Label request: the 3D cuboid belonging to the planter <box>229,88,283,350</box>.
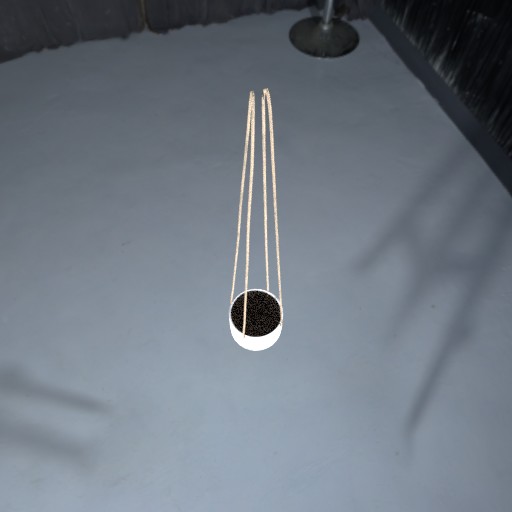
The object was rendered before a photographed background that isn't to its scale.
[{"bbox_3d":[0.000,0.000,0.947,0.146,0.841,0.146,-16,60,-10],"label":"planter"}]
